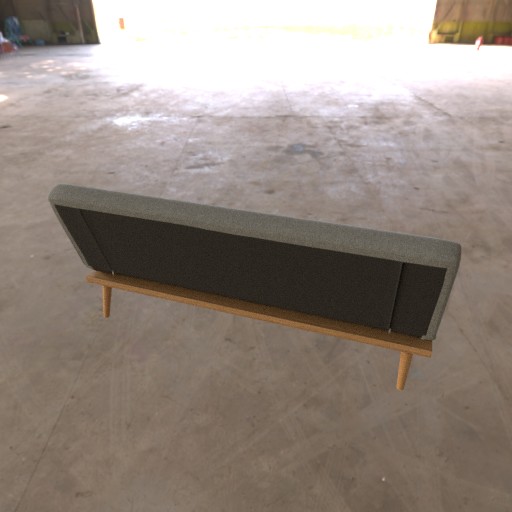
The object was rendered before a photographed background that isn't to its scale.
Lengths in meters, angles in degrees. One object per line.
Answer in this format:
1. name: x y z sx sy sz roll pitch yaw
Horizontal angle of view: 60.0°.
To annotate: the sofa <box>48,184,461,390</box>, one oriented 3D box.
1. sofa: 0.000 0.000 2.295 1.820 0.800 0.800 10 31 17
